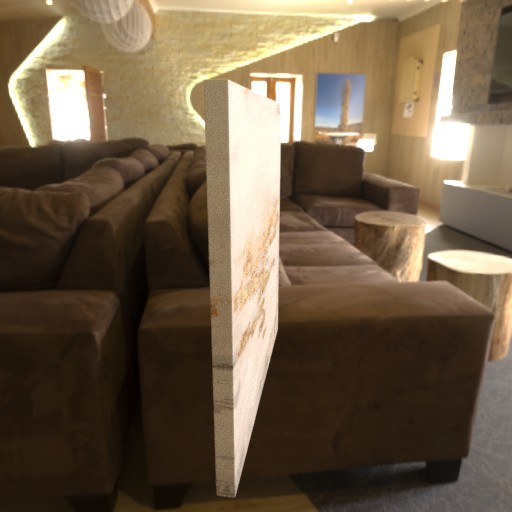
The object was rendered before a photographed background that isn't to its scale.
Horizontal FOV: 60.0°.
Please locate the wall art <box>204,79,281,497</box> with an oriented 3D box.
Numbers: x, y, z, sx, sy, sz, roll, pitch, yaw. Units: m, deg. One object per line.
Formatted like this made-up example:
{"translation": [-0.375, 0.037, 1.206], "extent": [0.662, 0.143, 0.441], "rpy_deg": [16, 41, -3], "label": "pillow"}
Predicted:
{"translation": [0.000, 0.000, 1.109], "extent": [0.038, 0.755, 0.753], "rpy_deg": [3, 17, 9], "label": "wall art"}
